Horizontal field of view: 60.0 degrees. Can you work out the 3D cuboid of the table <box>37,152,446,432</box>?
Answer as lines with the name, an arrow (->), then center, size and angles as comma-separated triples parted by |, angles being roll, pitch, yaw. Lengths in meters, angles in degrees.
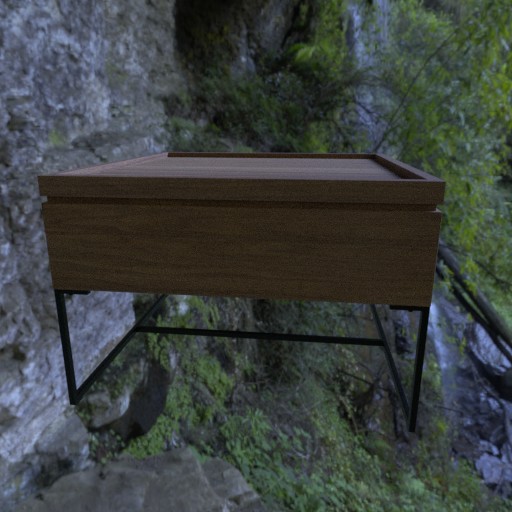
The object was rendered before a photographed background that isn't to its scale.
table -> 0.000, 0.000, 1.110 | 0.679, 0.464, 0.676 | 2, 17, 7
